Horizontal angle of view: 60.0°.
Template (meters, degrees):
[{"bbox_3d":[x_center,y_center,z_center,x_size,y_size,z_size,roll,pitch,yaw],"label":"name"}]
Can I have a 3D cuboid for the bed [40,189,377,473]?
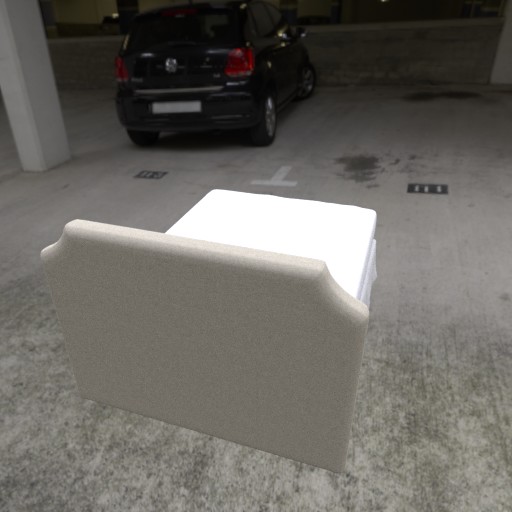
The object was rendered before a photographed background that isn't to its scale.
[{"bbox_3d":[0.000,0.000,3.143,1.693,1.290,2.116,10,32,16],"label":"bed"}]
